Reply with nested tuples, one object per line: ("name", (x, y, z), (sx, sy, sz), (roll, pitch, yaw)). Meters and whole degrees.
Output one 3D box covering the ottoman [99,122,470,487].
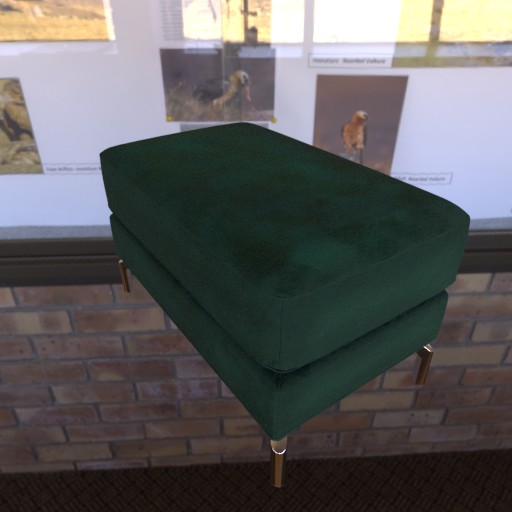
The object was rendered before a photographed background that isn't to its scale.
("ottoman", (0.000, 0.000, 1.219), (0.536, 0.533, 0.886), (-20, 37, -29))
